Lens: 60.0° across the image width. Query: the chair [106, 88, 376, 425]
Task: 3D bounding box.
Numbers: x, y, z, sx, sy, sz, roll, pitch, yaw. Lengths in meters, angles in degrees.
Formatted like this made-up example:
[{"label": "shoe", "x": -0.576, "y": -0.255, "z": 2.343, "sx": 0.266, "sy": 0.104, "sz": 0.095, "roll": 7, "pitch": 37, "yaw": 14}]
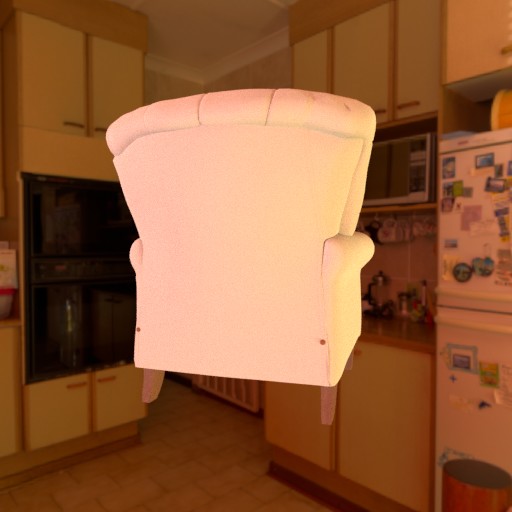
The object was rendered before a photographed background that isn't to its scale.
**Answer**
[{"label": "chair", "x": 0.000, "y": 0.000, "z": 2.054, "sx": 1.090, "sy": 1.217, "sz": 1.128, "roll": 1, "pitch": 2, "yaw": 18}]
